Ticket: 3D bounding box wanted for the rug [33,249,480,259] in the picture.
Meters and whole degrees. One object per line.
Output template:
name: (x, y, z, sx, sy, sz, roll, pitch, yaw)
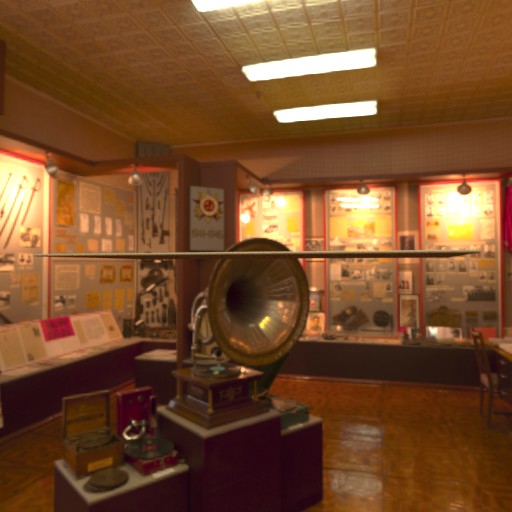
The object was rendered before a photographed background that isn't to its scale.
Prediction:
rug: (0.000, 0.000, 1.439, 1.219, 0.007, 0.604, 0, -1, 18)
